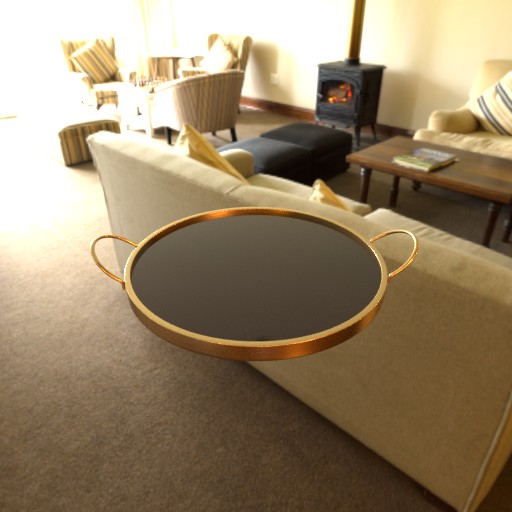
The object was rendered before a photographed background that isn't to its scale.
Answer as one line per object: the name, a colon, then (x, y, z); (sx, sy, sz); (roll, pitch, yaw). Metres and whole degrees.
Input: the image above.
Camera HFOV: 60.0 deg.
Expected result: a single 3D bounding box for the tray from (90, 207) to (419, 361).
tray: (0.000, 0.000, 0.757); (0.543, 0.069, 0.438); (-1, 30, -2)
